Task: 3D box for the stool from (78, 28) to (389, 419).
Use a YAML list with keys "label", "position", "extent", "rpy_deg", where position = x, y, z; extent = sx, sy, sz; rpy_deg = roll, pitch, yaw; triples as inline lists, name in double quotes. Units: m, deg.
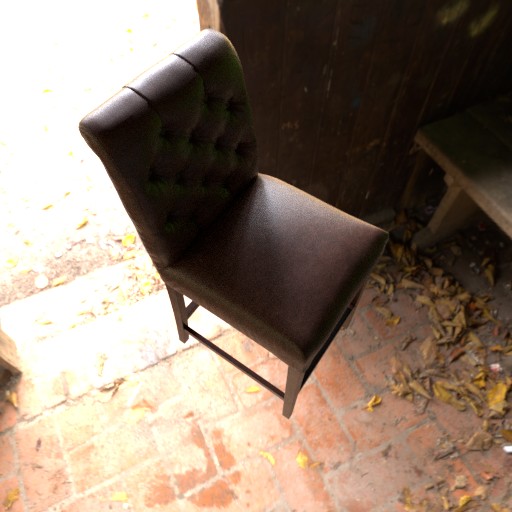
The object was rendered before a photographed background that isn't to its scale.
- label: "stool"
  position: [0.000, 0.000, 1.393]
  extent: [0.660, 1.084, 0.486]
  rpy_deg: [31, 62, 18]
